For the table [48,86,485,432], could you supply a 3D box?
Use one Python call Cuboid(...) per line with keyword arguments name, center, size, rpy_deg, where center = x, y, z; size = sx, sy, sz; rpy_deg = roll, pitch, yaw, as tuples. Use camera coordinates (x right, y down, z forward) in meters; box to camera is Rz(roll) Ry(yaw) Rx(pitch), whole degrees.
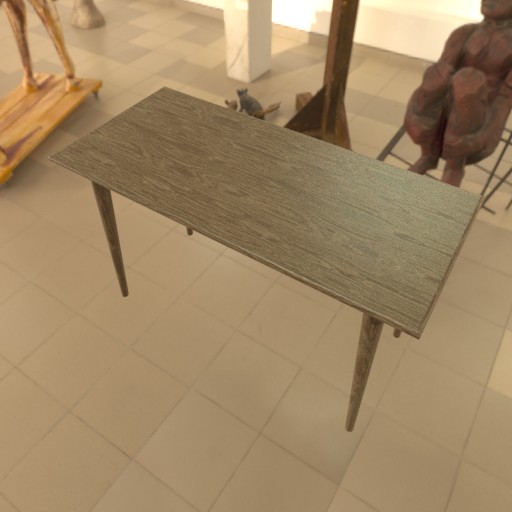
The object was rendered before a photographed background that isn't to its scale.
Cuboid(name="table", center=(0.000, 0.000, 1.722), size=(1.300, 0.780, 0.599), rpy_deg=(26, 53, 22))
